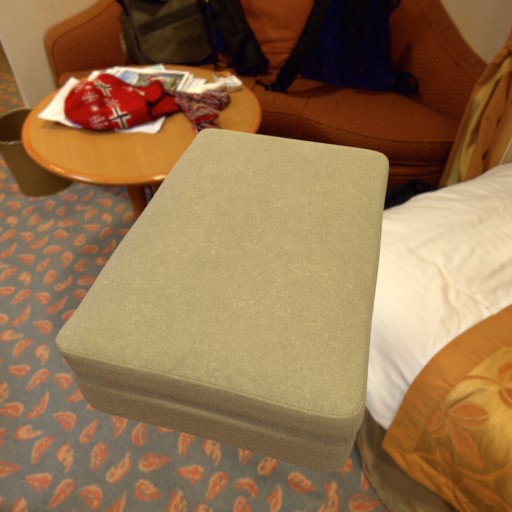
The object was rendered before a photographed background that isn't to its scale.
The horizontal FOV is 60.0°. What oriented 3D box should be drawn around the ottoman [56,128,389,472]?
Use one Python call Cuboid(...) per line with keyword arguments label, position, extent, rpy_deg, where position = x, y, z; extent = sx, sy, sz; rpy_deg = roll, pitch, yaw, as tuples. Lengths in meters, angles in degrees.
Cuboid(label="ottoman", position=(0.000, 0.000, 1.578), extent=(0.840, 0.429, 1.199), rpy_deg=(11, 46, 10))
